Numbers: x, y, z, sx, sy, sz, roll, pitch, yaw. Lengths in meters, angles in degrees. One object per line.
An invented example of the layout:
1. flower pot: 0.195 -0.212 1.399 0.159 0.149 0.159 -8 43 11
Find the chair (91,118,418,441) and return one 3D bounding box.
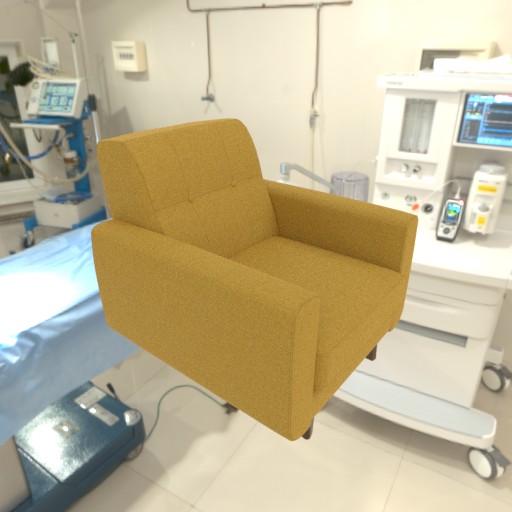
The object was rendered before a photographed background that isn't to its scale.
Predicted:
1. chair: 0.000 0.000 1.594 0.909 0.841 0.831 19 32 33
